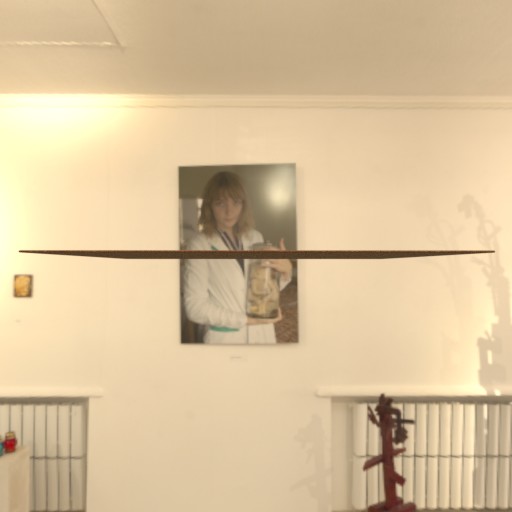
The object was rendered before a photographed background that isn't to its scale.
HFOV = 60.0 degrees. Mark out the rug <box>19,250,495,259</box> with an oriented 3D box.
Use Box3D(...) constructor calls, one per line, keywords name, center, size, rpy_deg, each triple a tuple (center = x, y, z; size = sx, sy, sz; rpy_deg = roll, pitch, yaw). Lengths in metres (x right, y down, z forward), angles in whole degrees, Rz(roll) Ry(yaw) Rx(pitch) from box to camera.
Box3D(name="rug", center=(0.000, 0.000, 4.045), size=(3.050, 0.015, 2.441), rpy_deg=(0, -1, -1))
